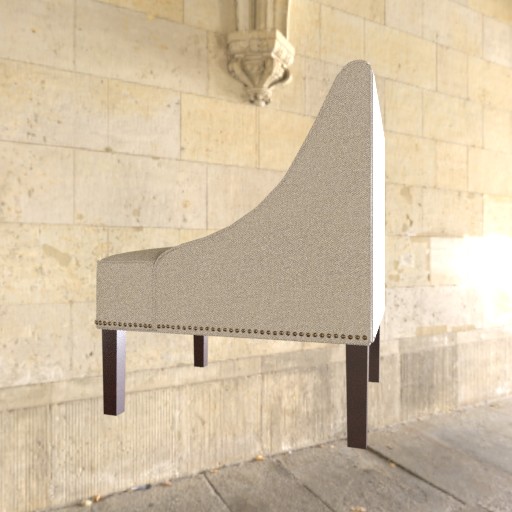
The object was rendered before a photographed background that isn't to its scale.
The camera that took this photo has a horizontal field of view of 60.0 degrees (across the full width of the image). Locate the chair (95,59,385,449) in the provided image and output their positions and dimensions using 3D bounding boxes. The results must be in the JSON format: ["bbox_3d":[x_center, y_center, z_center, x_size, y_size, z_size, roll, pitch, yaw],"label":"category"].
[{"bbox_3d":[0.000,0.000,1.376,0.748,0.872,0.628,0,0,18],"label":"chair"}]
